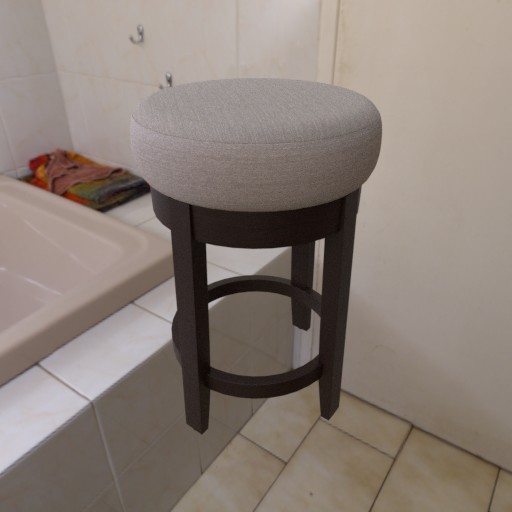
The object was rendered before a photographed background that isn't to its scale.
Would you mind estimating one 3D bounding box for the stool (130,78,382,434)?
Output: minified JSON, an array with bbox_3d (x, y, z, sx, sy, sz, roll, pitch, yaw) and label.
[{"bbox_3d":[0.000,0.000,0.938,0.443,0.672,0.443,0,31,0],"label":"stool"}]
